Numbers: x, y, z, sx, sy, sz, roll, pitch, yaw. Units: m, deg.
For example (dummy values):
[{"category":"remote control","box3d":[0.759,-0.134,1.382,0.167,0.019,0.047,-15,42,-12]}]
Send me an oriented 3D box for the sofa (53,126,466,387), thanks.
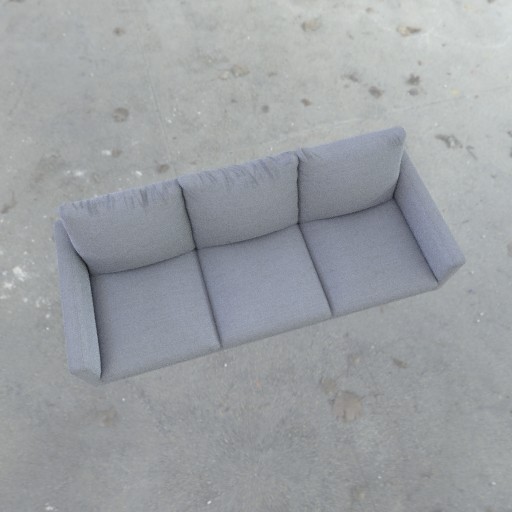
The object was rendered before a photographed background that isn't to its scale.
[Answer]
[{"category":"sofa","box3d":[0.000,0.000,2.421,2.000,0.830,0.850,-15,65,-7]}]
